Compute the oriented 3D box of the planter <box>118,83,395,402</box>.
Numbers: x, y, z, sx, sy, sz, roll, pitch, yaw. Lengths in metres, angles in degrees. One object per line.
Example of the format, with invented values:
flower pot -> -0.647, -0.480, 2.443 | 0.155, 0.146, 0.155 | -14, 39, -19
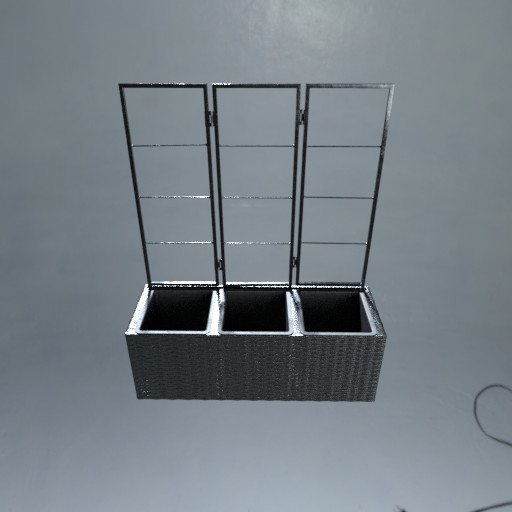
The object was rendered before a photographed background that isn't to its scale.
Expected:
planter -> 0.000, 0.000, 1.190 | 0.698, 0.841, 0.244 | 0, 30, 1
